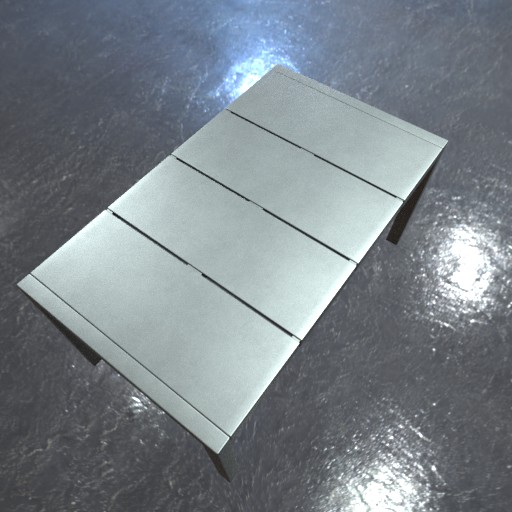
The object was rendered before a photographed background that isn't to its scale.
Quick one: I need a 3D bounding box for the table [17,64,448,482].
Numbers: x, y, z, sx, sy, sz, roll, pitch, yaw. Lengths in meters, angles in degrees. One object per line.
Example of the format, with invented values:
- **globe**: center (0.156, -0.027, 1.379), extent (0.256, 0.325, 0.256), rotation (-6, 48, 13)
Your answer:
- **table**: center (0.000, 0.000, 1.255), extent (0.559, 0.460, 0.965), rotation (32, 63, 19)
